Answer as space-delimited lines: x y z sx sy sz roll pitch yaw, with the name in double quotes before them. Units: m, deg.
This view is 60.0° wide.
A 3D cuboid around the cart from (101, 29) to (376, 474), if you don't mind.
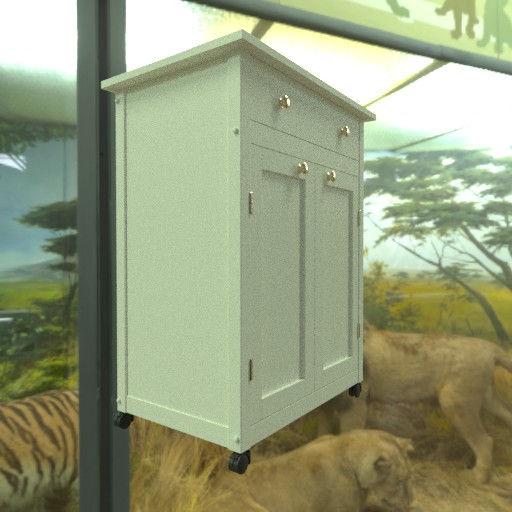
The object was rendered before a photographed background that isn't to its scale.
"cart" 0.000 0.000 1.241 0.442 0.864 0.683 1 1 36
